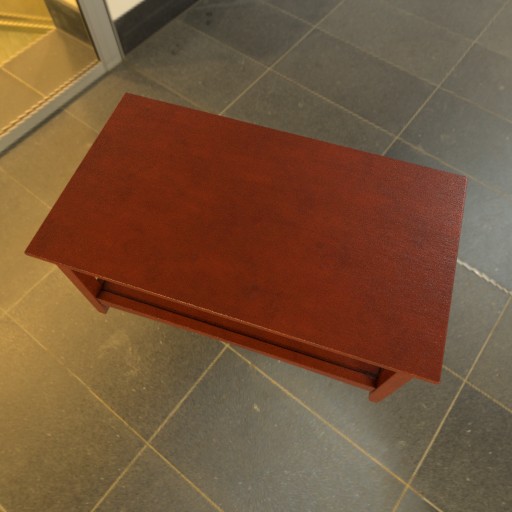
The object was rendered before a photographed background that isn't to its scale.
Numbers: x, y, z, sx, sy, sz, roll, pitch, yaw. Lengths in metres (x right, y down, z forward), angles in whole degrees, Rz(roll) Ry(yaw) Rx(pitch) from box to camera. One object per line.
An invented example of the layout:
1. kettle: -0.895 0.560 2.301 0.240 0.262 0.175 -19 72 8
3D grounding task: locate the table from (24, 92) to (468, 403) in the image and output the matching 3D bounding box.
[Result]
1. table: 0.000 0.000 1.261 0.943 0.456 0.533 16 64 8
